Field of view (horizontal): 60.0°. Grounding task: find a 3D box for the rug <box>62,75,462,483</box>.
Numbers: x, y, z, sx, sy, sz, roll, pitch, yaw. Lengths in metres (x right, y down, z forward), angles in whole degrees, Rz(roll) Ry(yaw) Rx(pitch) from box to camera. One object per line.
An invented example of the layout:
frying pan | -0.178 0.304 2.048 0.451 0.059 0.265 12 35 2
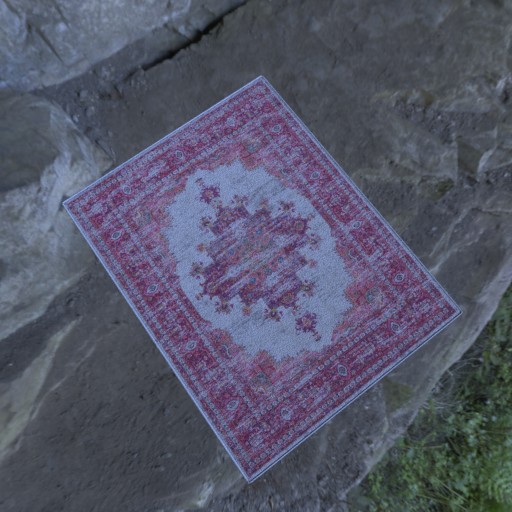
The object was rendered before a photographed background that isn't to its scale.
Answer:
rug | 0.000 0.000 4.208 2.447 0.017 3.123 -35 79 -8
